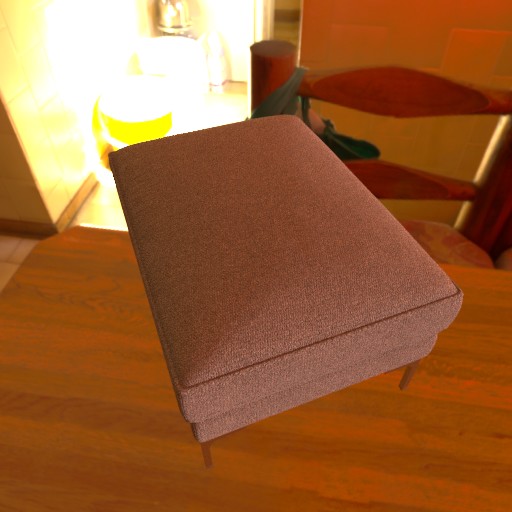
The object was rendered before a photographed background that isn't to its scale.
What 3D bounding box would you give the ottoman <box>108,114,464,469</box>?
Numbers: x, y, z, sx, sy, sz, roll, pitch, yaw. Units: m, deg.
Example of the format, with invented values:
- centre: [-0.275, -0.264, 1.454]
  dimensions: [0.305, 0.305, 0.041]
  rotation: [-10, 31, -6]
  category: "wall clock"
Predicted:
- centre: [0.000, 0.000, 1.148]
  dimensions: [0.583, 0.464, 0.785]
  rotation: [-16, 47, -15]
  category: "ottoman"
